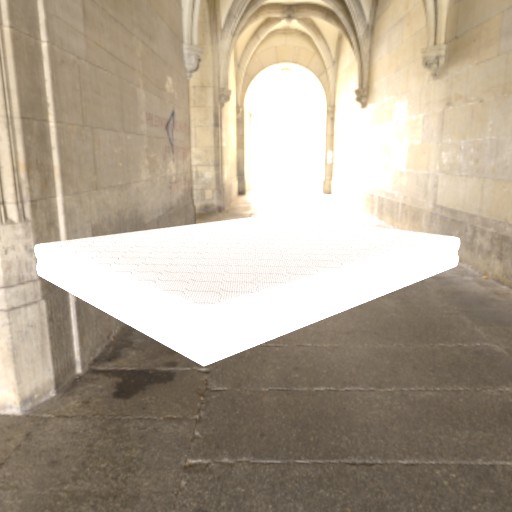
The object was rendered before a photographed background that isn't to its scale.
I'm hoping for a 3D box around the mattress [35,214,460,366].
[{"bbox_3d":[0.000,0.000,2.669,2.000,0.200,1.600,-12,17,-42],"label":"mattress"}]
